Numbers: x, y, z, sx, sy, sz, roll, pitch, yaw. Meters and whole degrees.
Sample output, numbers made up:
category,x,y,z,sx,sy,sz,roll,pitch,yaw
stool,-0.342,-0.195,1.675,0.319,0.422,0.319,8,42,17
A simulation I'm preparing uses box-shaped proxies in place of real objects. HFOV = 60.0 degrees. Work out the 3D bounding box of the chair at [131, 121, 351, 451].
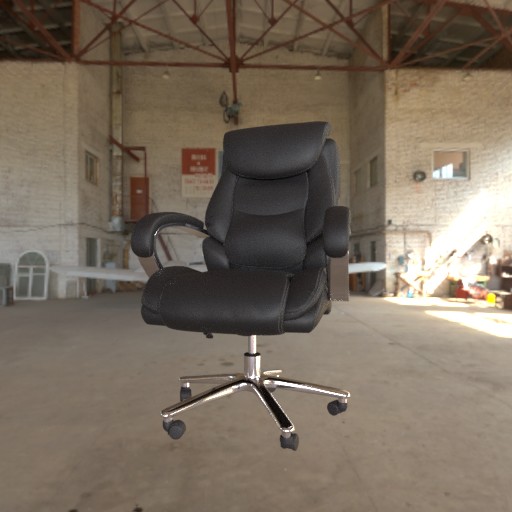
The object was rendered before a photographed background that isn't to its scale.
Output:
category,x,y,z,sx,sy,sz,roll,pitch,yaw
chair,0.000,0.000,1.692,0.755,1.183,0.790,0,0,18
